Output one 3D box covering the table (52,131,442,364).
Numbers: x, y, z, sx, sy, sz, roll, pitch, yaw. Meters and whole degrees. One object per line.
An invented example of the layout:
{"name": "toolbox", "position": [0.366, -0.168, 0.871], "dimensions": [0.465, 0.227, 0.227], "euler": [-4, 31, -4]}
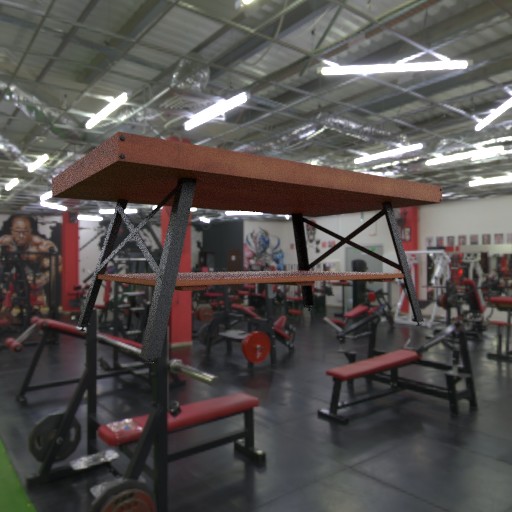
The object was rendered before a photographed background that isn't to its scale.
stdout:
{"name": "table", "position": [0.000, 0.000, 1.386], "dimensions": [1.067, 0.457, 0.610], "euler": [0, -1, -36]}
